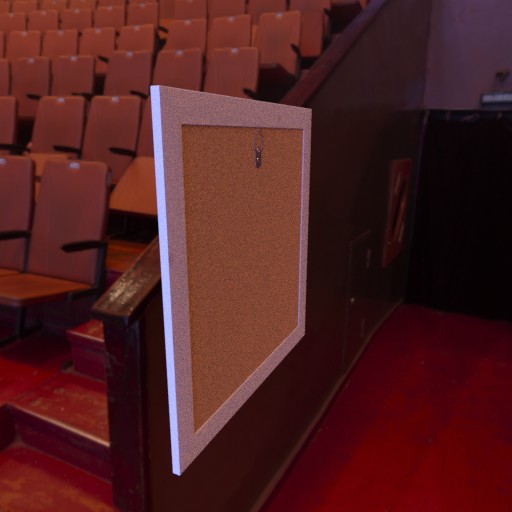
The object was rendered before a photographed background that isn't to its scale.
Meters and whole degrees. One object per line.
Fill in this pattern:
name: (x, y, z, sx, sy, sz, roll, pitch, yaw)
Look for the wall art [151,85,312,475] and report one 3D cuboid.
wall art: (0.000, 0.000, 0.873, 0.015, 0.577, 0.572, 7, 17, 25)
